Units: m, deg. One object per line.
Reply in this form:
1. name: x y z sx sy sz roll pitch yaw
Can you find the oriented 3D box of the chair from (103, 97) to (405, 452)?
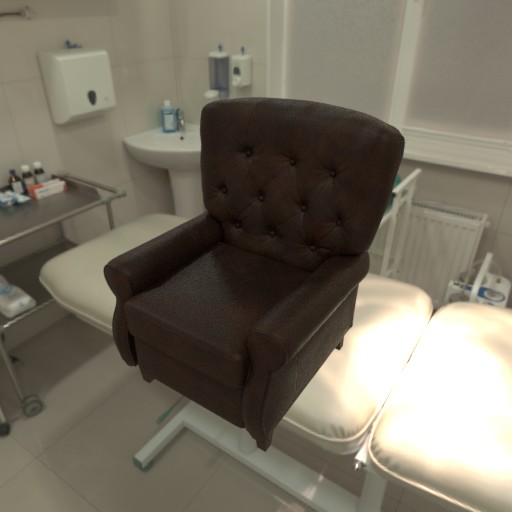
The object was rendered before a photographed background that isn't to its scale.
1. chair: 0.000 0.000 1.925 0.948 1.158 1.058 19 36 29
